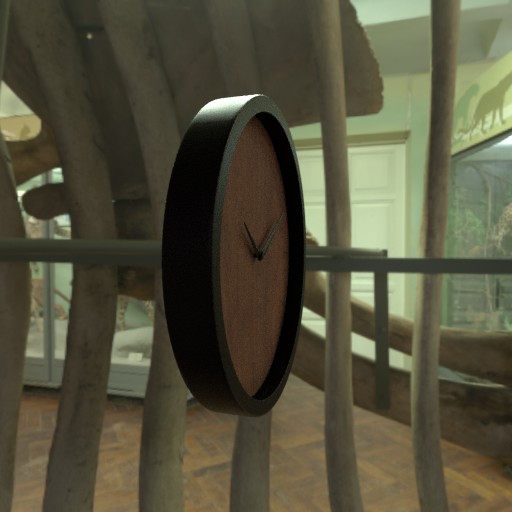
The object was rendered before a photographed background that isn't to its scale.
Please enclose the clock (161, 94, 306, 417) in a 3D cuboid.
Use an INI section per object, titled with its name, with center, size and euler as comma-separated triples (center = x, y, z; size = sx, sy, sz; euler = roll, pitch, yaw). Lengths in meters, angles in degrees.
[clock]
center = 0.000, 0.000, 0.461
size = 0.040, 0.314, 0.314
euler = 1, 2, 18
